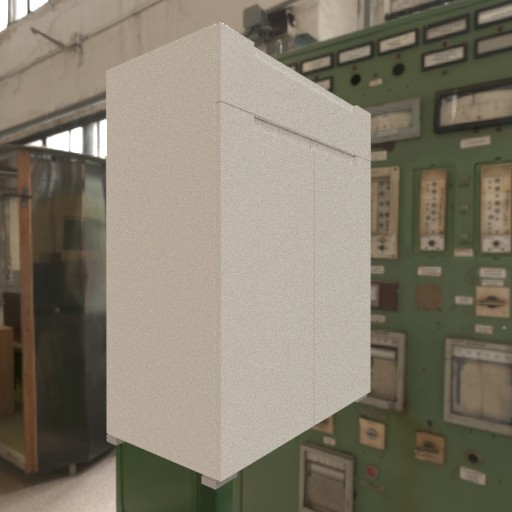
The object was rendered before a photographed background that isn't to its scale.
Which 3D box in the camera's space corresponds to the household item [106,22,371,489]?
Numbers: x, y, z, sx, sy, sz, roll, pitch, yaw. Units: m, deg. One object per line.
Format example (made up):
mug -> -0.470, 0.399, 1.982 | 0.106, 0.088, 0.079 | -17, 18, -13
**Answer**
household item -> 0.000, 0.000, 1.391 | 0.420, 1.010, 0.790 | 0, 0, 38
